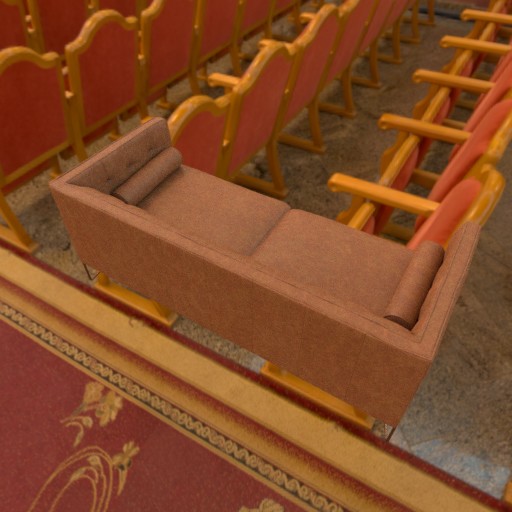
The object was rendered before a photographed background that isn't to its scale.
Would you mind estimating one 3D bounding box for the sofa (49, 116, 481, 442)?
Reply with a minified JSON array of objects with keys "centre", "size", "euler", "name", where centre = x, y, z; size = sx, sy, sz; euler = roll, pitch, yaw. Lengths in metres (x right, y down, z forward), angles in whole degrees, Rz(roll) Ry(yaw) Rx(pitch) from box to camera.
[{"centre":[0.000,0.000,2.529],"size":[2.079,0.798,0.912],"euler":[24,51,21],"name":"sofa"}]
